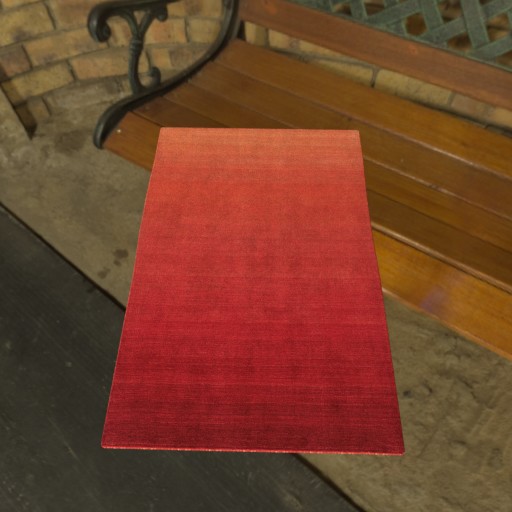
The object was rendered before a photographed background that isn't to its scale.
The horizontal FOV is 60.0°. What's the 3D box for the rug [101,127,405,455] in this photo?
[{"bbox_3d":[0.000,0.000,2.250,1.230,0.018,1.835,1,58,1],"label":"rug"}]
